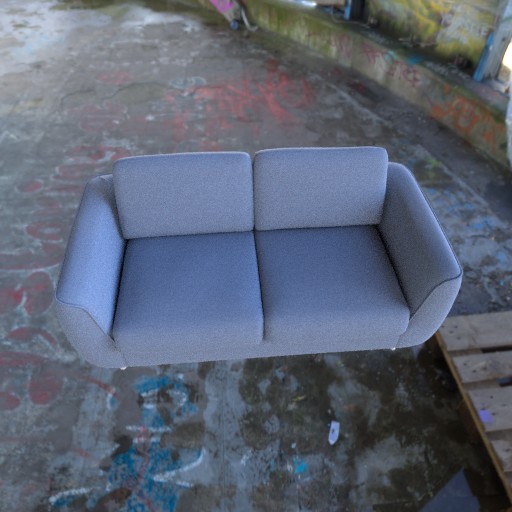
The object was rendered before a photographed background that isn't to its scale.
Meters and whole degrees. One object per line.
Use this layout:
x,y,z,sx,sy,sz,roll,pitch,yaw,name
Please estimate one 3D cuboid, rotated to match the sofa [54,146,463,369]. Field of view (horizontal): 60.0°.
0.000,0.000,2.188,1.700,0.850,0.920,-3,46,-3,sofa
